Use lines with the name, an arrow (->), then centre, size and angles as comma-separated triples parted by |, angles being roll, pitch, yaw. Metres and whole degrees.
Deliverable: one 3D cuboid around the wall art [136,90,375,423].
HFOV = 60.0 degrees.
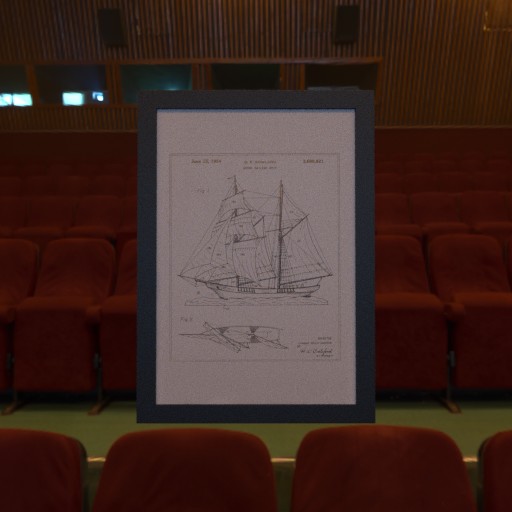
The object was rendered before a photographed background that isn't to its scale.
wall art -> 0.000, 0.000, 0.715 | 0.381, 0.534, 0.013 | 0, -1, 0
